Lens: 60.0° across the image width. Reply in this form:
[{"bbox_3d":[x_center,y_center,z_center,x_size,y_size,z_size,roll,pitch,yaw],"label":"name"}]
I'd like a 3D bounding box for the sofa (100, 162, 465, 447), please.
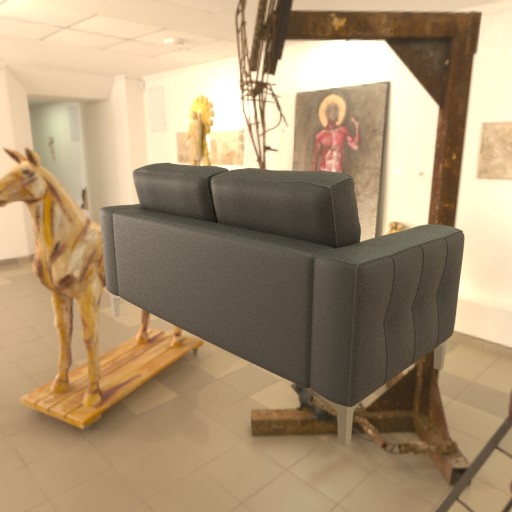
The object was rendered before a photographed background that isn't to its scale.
[{"bbox_3d":[0.000,0.000,2.211,0.833,0.893,1.726,-14,20,-43],"label":"sofa"}]
